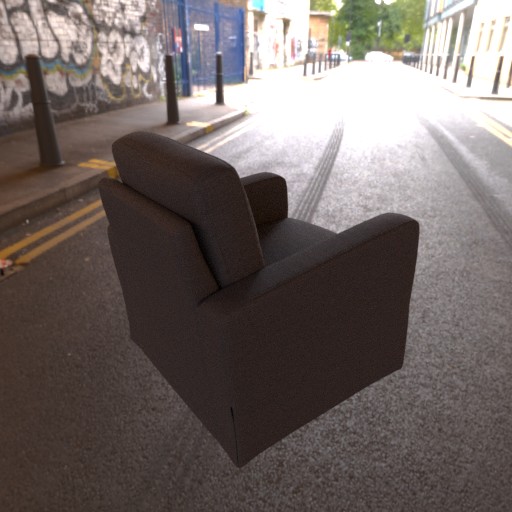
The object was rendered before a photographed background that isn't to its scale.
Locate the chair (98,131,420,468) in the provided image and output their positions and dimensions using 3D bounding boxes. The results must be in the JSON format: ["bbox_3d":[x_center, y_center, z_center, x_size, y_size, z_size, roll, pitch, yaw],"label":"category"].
[{"bbox_3d":[0.000,0.000,1.558,0.863,0.855,0.798,-17,30,-33],"label":"chair"}]
